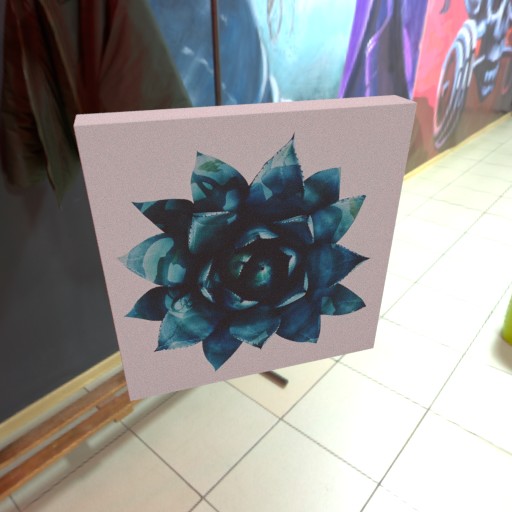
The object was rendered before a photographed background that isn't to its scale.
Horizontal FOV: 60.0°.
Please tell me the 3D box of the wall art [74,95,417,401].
[{"bbox_3d":[0.000,0.000,0.471,0.305,0.305,0.038,-9,31,-14],"label":"wall art"}]
